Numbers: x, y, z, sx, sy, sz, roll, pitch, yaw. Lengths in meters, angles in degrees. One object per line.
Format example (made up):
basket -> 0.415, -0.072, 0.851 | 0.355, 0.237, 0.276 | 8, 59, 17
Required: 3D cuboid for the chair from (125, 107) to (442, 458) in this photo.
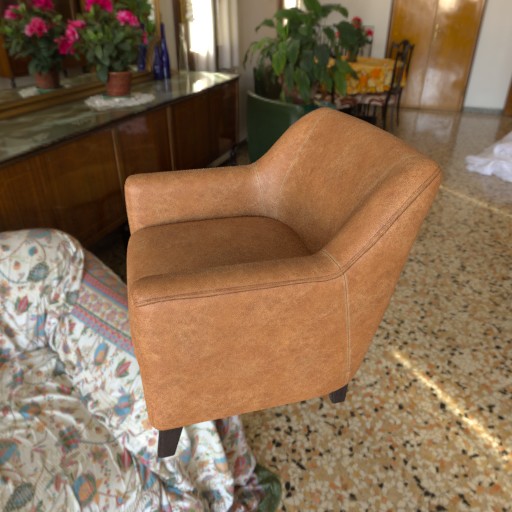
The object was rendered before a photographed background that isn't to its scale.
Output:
chair -> 0.000, 0.000, 1.803 | 1.034, 0.980, 1.037 | -8, 31, -13
